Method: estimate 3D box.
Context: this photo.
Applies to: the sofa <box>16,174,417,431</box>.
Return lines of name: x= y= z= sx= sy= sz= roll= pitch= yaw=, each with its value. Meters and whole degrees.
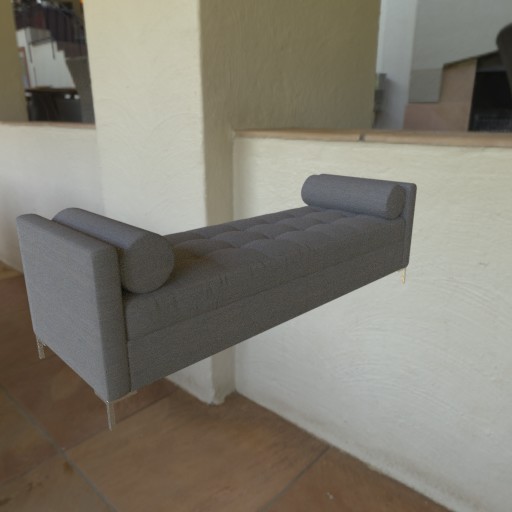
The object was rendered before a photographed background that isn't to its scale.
sofa: x=0.000 y=0.000 z=2.247 sx=1.981 sy=0.635 sz=0.686 roll=-16 pitch=24 yaw=-42
